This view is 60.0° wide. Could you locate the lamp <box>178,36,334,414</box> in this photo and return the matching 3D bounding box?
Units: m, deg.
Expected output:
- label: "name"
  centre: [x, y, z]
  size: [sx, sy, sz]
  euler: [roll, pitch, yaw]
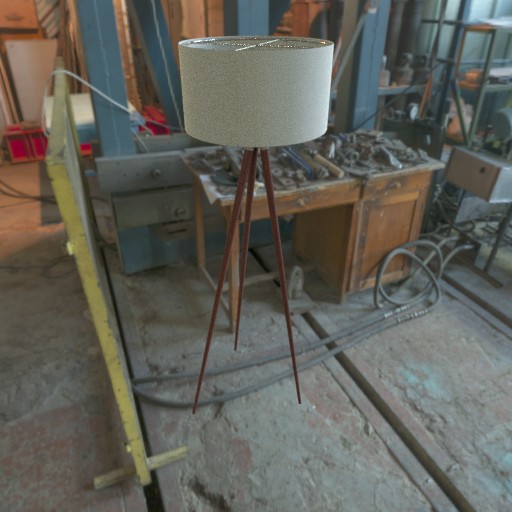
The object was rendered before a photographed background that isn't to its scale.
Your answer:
- label: "lamp"
  centre: [0.000, 0.000, 1.781]
  size: [0.483, 1.553, 0.483]
  euler: [12, 33, 19]
